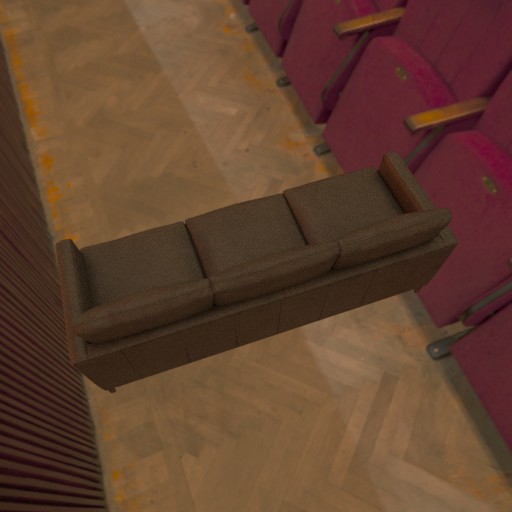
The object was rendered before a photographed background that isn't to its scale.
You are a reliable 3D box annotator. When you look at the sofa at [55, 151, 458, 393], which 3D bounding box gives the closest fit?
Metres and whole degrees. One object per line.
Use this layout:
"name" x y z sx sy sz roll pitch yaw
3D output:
"sofa" 0.000 0.000 2.472 2.029 0.805 0.748 -16 60 -10
